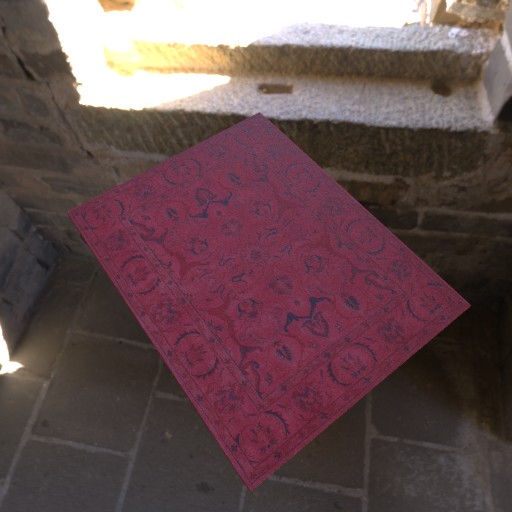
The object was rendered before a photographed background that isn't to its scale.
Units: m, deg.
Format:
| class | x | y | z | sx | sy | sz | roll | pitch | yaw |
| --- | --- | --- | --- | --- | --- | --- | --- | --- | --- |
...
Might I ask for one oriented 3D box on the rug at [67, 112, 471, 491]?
| class | x | y | z | sx | sy | sz | roll | pitch | yaw |
| --- | --- | --- | --- | --- | --- | --- | --- | --- | --- |
| rug | 0.000 | 0.000 | 3.954 | 2.300 | 0.012 | 2.929 | -33 | 64 | -18 |
